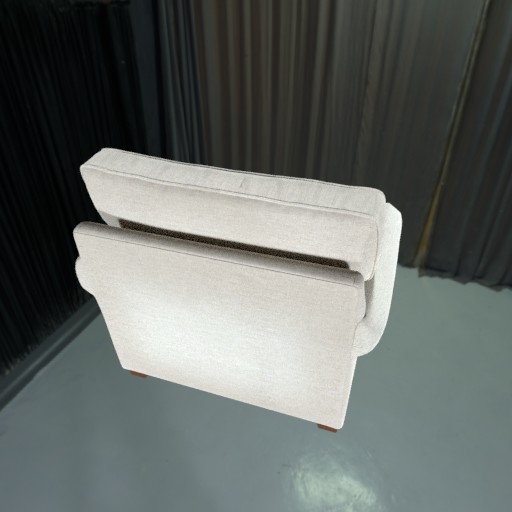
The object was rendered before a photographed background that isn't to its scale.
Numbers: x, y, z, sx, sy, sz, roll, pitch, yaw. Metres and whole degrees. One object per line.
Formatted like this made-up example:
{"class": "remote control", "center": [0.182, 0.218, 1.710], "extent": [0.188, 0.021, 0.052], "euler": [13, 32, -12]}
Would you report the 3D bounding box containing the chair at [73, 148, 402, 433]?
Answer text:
{"class": "chair", "center": [0.000, 0.000, 1.820], "extent": [1.092, 0.961, 0.965], "euler": [11, 34, 16]}
